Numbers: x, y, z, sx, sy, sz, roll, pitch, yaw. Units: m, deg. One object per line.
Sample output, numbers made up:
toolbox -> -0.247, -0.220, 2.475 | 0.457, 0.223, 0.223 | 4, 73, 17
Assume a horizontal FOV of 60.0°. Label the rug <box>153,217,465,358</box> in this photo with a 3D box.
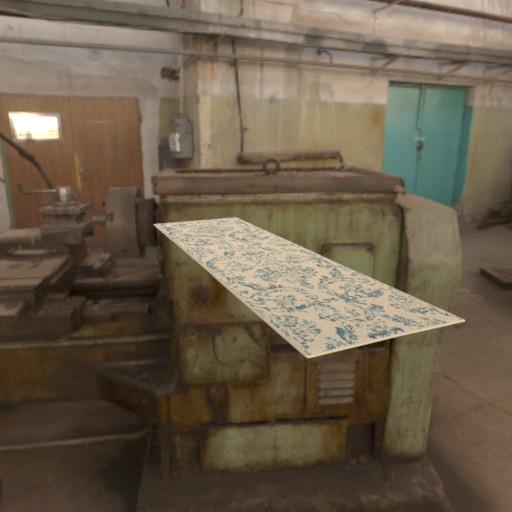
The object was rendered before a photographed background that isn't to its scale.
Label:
rug -> 0.000, 0.000, 2.427 | 0.662, 0.011, 2.196 | -7, 17, -24
